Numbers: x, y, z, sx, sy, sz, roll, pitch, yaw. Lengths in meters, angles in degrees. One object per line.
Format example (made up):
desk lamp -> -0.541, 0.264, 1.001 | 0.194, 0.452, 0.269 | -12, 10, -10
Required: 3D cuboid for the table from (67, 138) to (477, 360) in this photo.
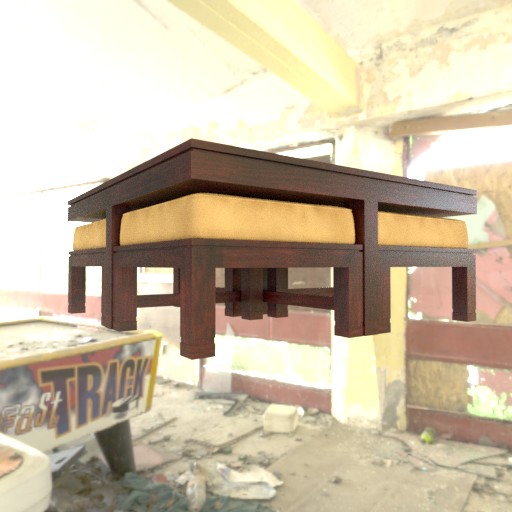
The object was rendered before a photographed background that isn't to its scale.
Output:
table -> 0.000, 0.000, 1.311 | 0.865, 0.356, 0.865 | 1, -1, -35
